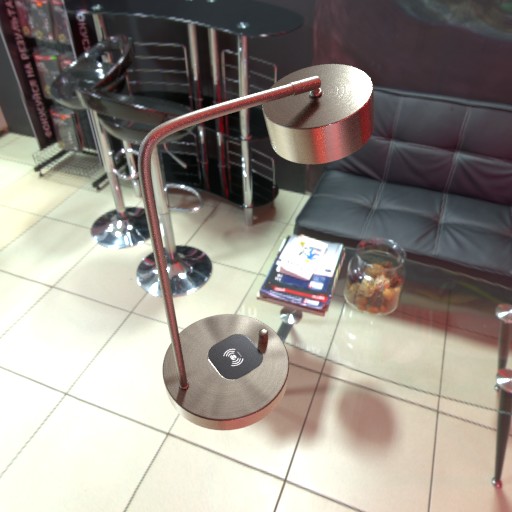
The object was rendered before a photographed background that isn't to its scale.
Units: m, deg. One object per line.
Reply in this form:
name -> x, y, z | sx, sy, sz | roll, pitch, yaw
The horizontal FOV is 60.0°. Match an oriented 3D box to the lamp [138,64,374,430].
lamp -> 0.000, 0.000, 0.634 | 0.334, 0.469, 0.211 | -25, 47, -26
